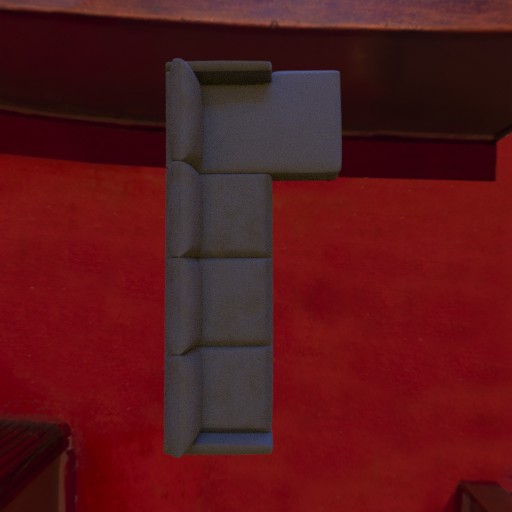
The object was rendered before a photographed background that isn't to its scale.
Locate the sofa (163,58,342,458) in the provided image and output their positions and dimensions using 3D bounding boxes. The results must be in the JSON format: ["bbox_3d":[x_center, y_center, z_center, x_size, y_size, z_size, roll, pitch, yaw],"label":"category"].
[{"bbox_3d":[0.000,0.000,3.193,1.255,0.756,2.725,0,88,0],"label":"sofa"}]
